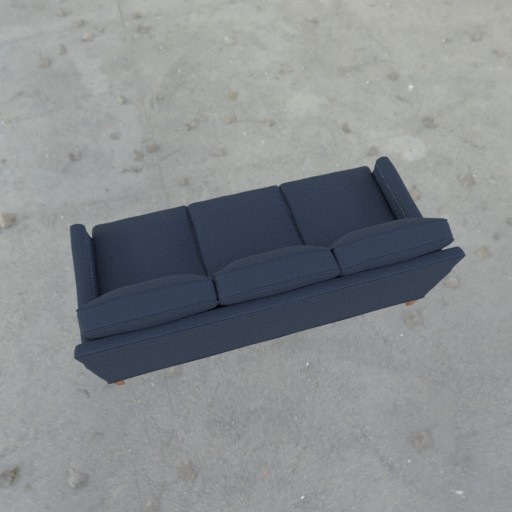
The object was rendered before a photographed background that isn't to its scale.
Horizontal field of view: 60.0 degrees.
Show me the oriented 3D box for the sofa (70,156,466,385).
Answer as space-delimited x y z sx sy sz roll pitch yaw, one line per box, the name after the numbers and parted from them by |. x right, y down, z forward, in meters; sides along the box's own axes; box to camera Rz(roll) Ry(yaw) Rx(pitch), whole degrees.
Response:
0.000 0.000 2.890 2.246 1.003 1.084 -14 60 -8 | sofa
